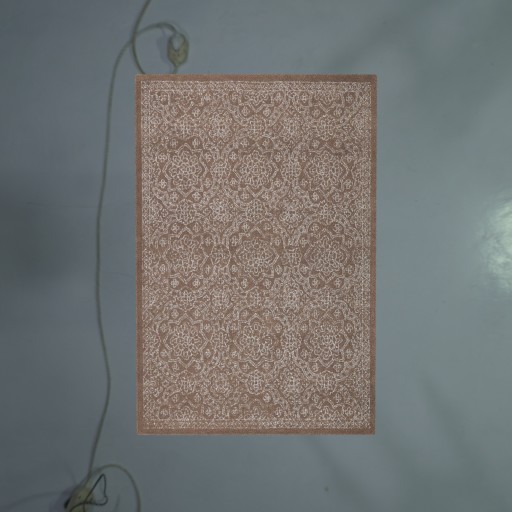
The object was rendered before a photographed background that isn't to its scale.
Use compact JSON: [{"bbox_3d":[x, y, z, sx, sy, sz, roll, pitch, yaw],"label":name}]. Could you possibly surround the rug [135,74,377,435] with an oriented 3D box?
[{"bbox_3d":[0.000,0.000,2.811,1.524,0.011,2.286,0,91,0],"label":"rug"}]
